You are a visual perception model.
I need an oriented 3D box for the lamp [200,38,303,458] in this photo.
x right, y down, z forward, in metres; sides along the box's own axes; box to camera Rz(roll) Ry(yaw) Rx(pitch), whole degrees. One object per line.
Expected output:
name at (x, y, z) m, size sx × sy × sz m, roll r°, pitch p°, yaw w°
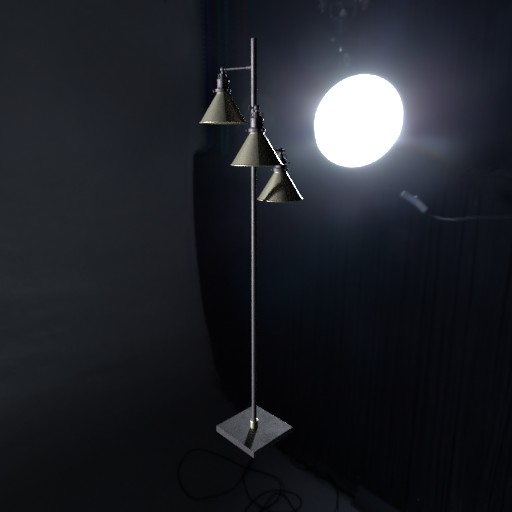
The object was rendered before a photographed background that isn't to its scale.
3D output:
lamp at (0.000, 0.000, 1.917) m, size 0.415 × 1.716 × 0.428 m, roll -14°, pitch 20°, yaw -43°
